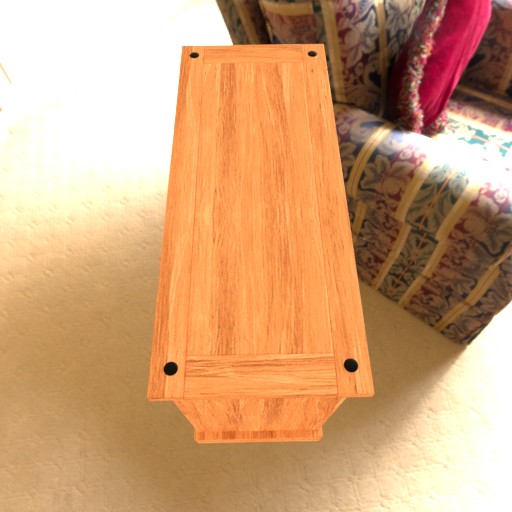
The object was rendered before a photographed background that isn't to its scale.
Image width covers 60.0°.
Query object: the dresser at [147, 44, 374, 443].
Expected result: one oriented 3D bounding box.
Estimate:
[{"bbox_3d":[0.000,0.000,1.358,0.410,0.740,0.990,-1,61,-1],"label":"dresser"}]
